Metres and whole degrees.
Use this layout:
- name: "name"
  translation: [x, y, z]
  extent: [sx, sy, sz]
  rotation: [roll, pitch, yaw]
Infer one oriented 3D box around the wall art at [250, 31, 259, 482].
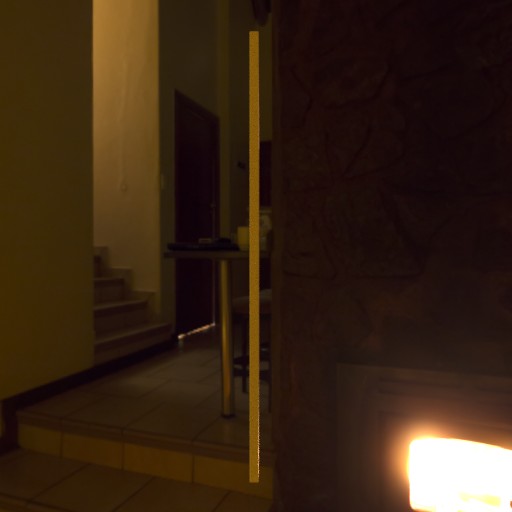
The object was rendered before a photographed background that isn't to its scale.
- name: "wall art"
  translation: [0.000, 0.000, 0.677]
  extent: [0.009, 0.457, 0.456]
  rotation: [0, 0, 0]
